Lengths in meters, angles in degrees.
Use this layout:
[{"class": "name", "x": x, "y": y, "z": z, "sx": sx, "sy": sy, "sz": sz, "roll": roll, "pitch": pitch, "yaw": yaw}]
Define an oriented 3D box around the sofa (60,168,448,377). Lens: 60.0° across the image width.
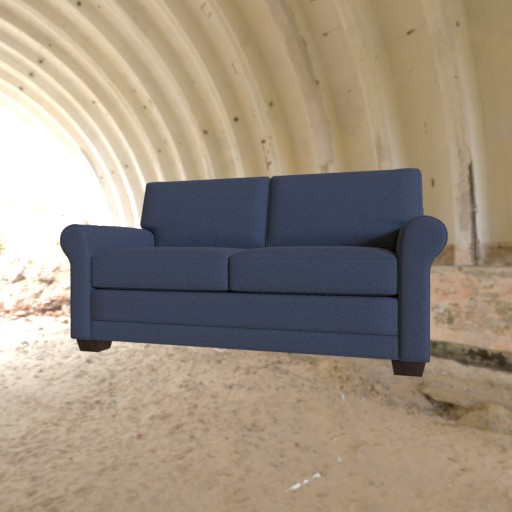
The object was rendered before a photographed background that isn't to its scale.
[{"class": "sofa", "x": 0.000, "y": 0.000, "z": 2.519, "sx": 1.930, "sy": 1.020, "sz": 0.940, "roll": 0, "pitch": 0, "yaw": 17}]
